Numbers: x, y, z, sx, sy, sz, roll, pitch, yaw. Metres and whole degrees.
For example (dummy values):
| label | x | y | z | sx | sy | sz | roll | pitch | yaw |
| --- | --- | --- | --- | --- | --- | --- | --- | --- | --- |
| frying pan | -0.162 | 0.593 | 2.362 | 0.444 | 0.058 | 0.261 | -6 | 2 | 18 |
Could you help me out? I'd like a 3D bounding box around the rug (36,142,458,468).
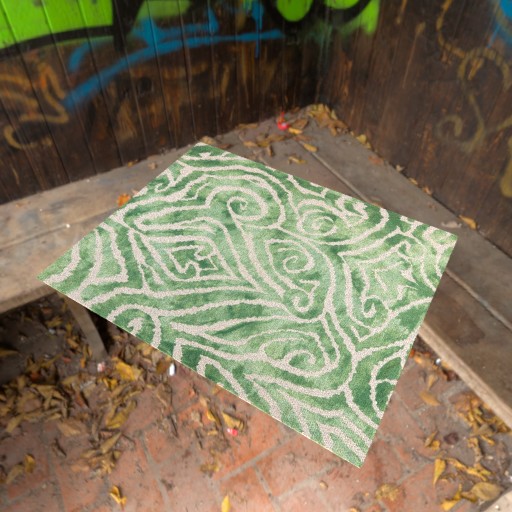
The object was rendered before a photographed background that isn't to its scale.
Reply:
| label | x | y | z | sx | sy | sz | roll | pitch | yaw |
| --- | --- | --- | --- | --- | --- | --- | --- | --- | --- |
| rug | 0.000 | 0.000 | 4.063 | 3.045 | 0.007 | 2.436 | 24 | 52 | 20 |
